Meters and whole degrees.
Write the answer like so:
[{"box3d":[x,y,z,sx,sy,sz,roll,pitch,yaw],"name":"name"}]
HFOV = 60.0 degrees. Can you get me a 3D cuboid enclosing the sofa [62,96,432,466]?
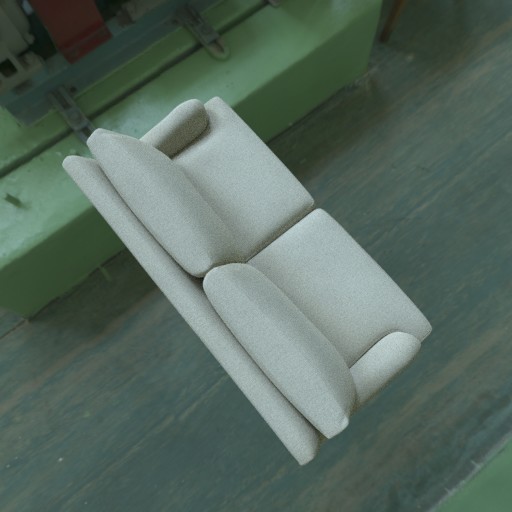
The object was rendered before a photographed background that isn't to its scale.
[{"box3d":[0.000,0.000,2.694,1.091,0.997,2.070,-39,80,-9],"name":"sofa"}]
